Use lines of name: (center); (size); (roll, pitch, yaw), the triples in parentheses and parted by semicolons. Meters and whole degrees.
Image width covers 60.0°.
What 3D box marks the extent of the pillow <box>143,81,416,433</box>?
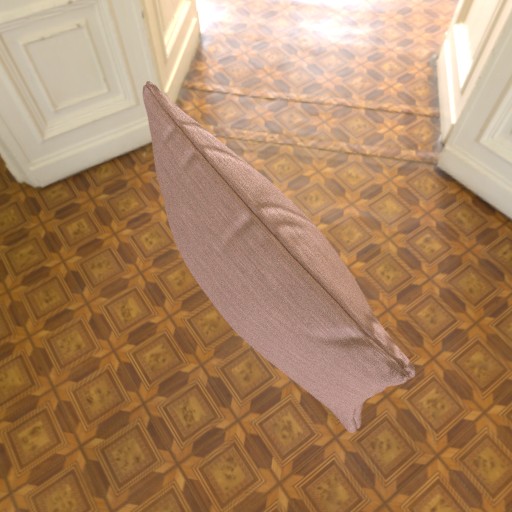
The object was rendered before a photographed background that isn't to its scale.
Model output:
pillow: (0.000, 0.000, 0.777); (0.210, 0.338, 0.633); (-32, 64, -18)
